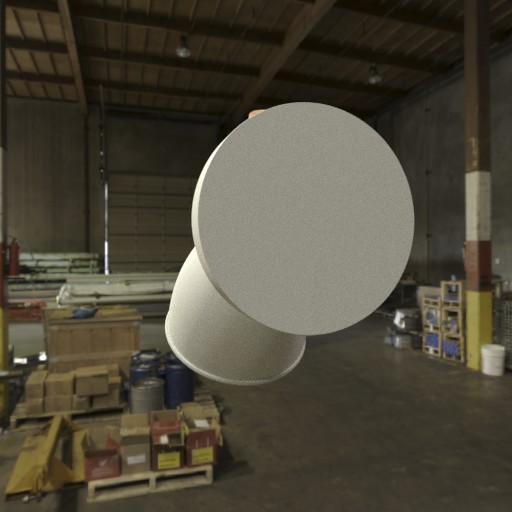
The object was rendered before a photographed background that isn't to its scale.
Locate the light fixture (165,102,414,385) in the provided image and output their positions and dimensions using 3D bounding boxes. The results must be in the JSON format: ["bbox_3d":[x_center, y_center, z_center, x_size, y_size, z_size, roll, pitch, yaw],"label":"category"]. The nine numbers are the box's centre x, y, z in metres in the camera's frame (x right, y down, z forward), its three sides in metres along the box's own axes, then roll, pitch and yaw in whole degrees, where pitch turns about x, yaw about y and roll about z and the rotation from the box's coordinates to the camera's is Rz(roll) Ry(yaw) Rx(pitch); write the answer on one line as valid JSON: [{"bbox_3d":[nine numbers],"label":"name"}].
[{"bbox_3d":[0.000,0.000,0.337,0.127,0.199,0.209,0,0,-18],"label":"light fixture"}]
